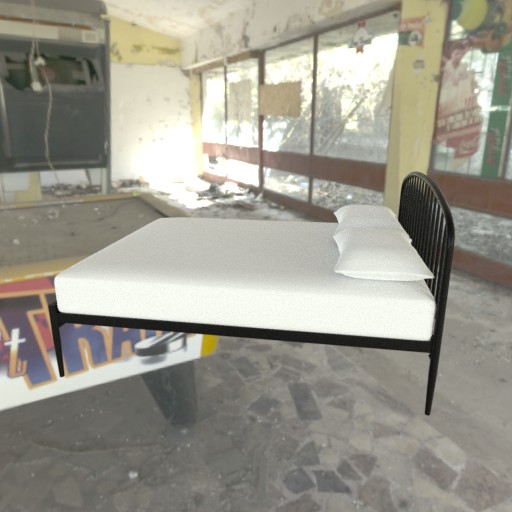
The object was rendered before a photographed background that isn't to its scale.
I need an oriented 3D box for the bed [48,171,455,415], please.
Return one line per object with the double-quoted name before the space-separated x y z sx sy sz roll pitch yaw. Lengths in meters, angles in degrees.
"bed" 0.000 0.000 3.091 2.159 1.166 1.618 3 17 9
